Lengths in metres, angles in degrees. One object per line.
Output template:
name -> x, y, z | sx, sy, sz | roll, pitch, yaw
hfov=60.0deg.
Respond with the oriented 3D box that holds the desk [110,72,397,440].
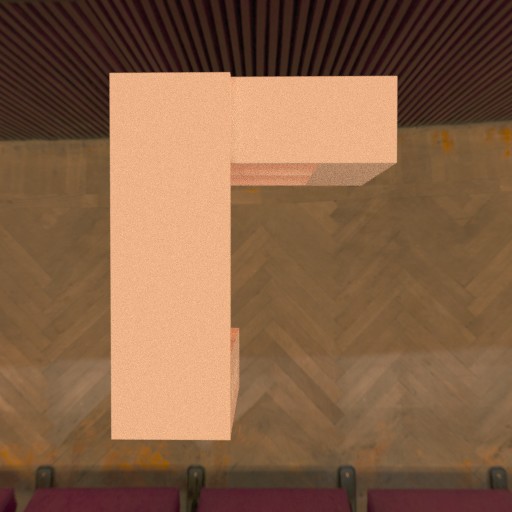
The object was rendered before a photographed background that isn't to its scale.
desk -> 0.000, 0.000, 2.215 | 1.199, 0.759, 1.524 | 0, 91, 1
